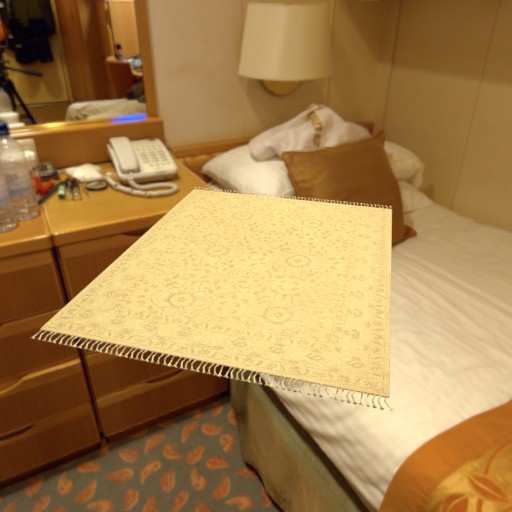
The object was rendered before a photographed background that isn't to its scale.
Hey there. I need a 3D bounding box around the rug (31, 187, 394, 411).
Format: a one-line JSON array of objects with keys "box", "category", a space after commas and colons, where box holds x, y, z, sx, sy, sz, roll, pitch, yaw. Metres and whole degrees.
[{"box": [0.000, 0.000, 4.046, 2.444, 0.013, 3.043, 8, 30, 13], "category": "rug"}]
